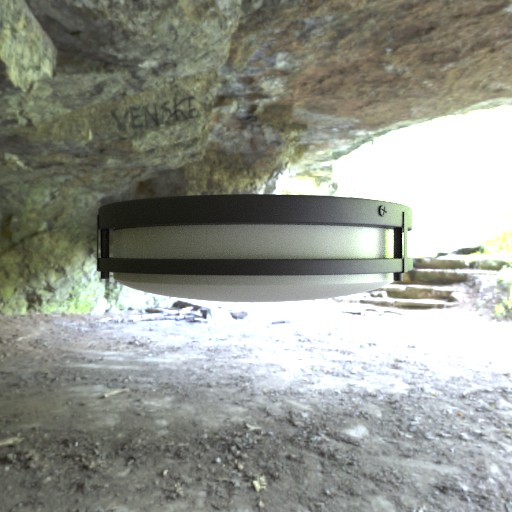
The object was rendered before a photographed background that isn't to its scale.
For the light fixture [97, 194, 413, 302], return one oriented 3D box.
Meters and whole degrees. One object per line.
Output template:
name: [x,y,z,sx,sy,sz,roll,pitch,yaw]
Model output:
light fixture: [0.000,0.000,0.529,0.356,0.102,0.356,0,0,0]
